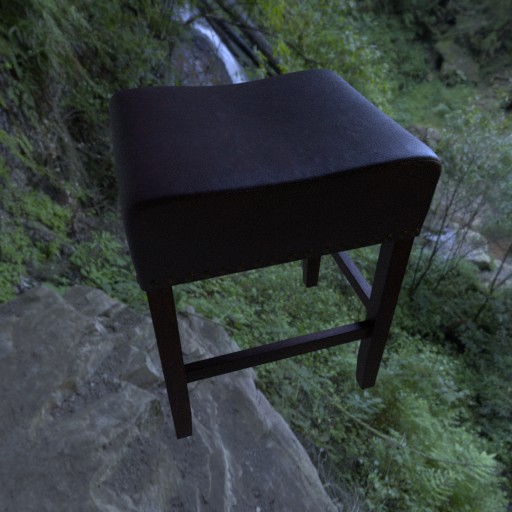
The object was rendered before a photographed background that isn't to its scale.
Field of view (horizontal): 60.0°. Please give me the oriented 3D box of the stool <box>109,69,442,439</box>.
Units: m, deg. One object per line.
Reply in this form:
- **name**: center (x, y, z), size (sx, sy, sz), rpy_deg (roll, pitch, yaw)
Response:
- **stool**: center (0.000, 0.000, 0.922), size (0.465, 0.608, 0.397), rpy_deg (-11, 42, -12)
